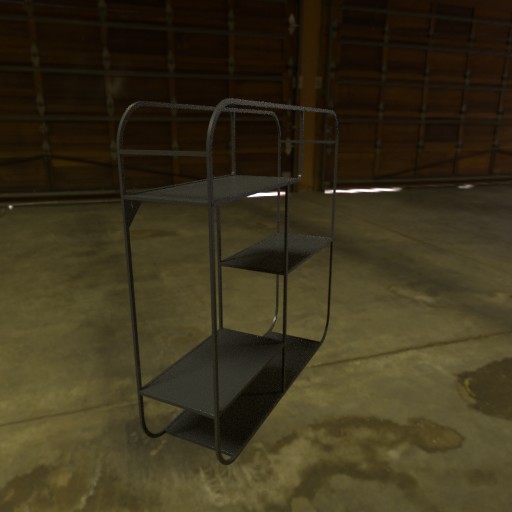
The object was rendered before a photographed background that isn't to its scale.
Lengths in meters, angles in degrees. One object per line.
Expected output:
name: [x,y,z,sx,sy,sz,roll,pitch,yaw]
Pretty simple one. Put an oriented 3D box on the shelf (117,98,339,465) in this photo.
shelf: [0.000,0.000,0.939,0.160,0.600,0.600,8,18,25]
